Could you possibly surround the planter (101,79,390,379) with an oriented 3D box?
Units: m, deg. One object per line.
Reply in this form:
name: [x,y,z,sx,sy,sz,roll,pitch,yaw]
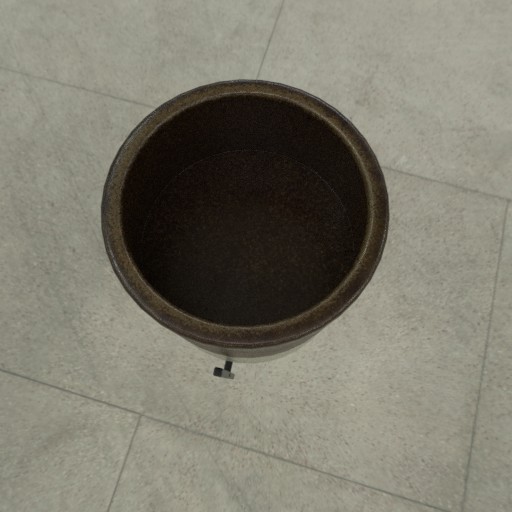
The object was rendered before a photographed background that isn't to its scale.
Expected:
planter: [0.000,0.000,0.555,0.269,0.375,0.255,-18,75,-5]
